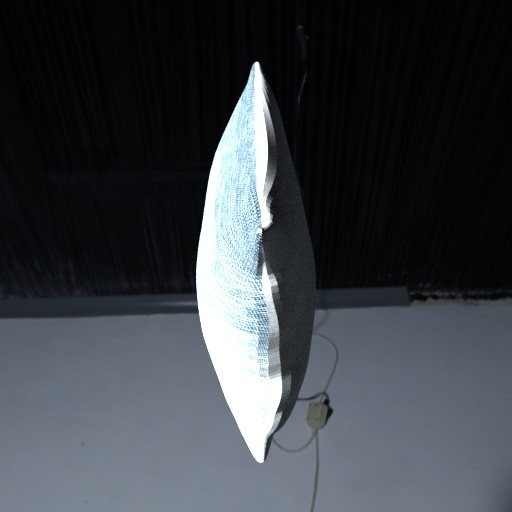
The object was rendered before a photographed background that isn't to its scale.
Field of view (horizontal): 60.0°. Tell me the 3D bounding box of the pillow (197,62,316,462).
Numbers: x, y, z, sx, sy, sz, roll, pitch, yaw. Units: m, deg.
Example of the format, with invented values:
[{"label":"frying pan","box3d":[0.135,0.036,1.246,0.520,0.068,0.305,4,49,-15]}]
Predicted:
[{"label":"pillow","box3d":[0.000,0.000,0.675,0.182,0.441,0.440,0,41,0]}]
